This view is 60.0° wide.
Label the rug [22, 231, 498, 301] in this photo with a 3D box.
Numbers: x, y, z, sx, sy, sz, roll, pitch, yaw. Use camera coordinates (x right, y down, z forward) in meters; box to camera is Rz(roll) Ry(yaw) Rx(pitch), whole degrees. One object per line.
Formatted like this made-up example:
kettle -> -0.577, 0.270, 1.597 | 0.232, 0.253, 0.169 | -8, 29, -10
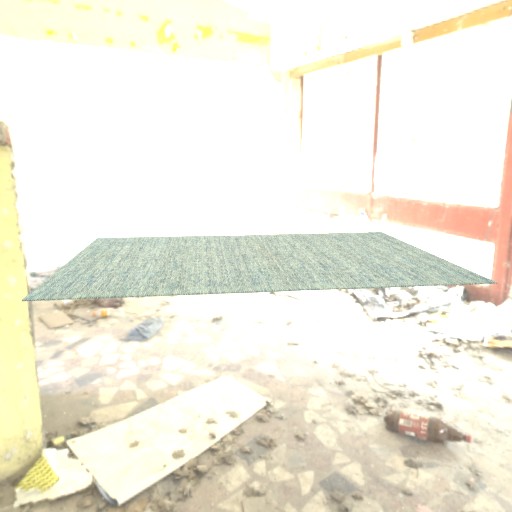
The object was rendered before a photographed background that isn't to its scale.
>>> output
rug -> 0.000, 0.000, 2.170 | 1.752, 0.006, 1.142 | -2, 13, -7
